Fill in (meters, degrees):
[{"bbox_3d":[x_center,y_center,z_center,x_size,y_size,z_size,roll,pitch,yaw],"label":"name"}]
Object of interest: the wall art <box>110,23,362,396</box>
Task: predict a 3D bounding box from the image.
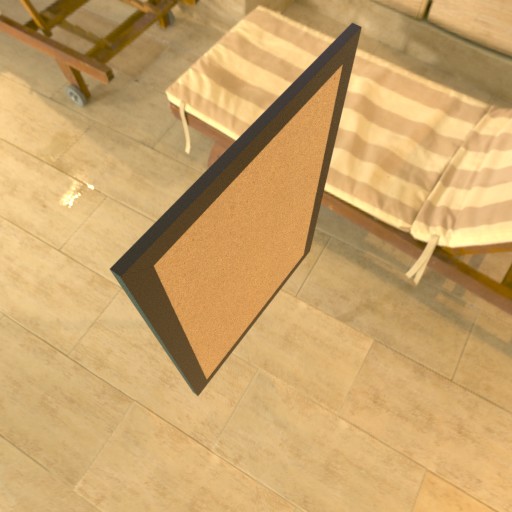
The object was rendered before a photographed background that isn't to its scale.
[{"bbox_3d":[0.000,0.000,0.662,0.013,0.534,0.381,33,67,16],"label":"wall art"}]
